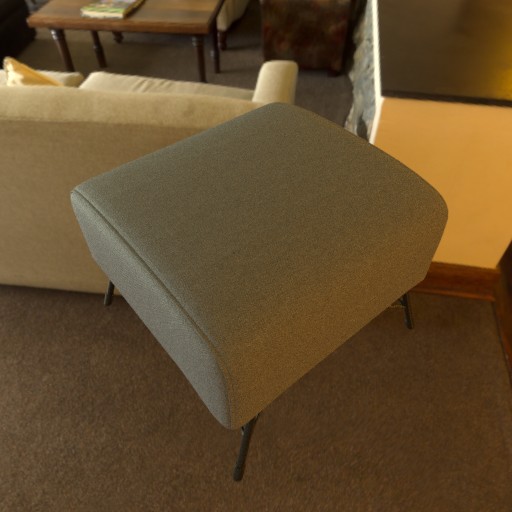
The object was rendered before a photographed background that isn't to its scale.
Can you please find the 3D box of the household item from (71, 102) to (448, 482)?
[{"bbox_3d":[0.000,0.000,0.906,0.530,0.410,0.530,-31,55,-26],"label":"household item"}]
